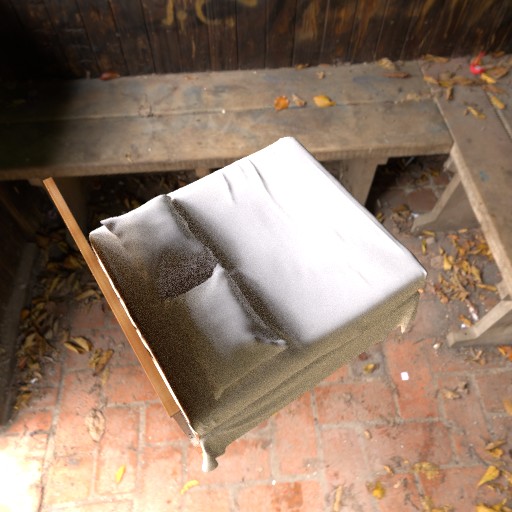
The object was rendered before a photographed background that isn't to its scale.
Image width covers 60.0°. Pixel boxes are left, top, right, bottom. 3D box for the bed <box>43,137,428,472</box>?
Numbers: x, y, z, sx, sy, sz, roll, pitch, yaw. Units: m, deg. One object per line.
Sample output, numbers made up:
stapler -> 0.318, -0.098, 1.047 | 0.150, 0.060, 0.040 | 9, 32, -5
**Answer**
bed -> 0.000, 0.000, 3.142 | 2.035, 1.273, 1.870 | -29, 63, -17
